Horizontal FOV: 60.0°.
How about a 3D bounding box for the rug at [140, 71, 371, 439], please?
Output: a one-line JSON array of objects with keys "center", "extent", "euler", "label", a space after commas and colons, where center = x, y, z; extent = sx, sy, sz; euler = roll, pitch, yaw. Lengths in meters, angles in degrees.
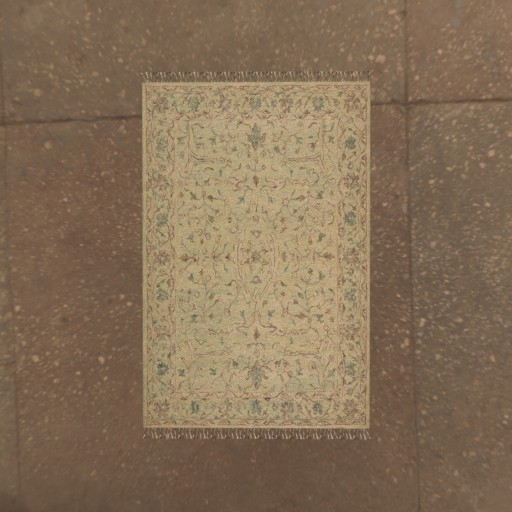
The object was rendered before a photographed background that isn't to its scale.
[{"center": [0.000, 0.000, 2.939], "extent": [1.544, 0.010, 2.435], "euler": [0, 91, 1], "label": "rug"}]
